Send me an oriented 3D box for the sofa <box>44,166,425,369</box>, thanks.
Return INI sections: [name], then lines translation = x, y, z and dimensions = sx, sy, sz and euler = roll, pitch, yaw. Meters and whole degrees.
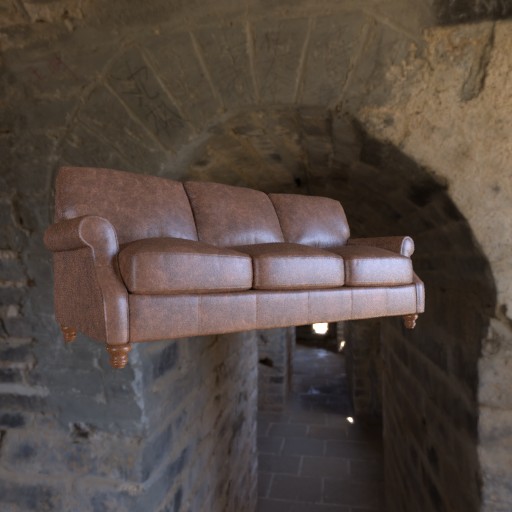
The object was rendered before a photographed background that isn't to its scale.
[sofa]
translation = 0.000, 0.000, 2.777
dimensions = 2.351, 0.977, 0.973
euler = 1, -2, -36
